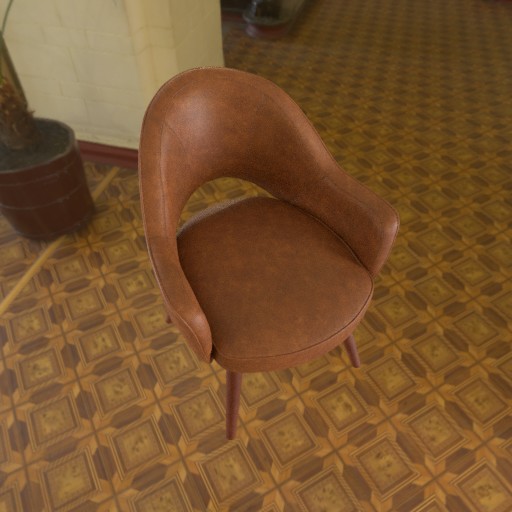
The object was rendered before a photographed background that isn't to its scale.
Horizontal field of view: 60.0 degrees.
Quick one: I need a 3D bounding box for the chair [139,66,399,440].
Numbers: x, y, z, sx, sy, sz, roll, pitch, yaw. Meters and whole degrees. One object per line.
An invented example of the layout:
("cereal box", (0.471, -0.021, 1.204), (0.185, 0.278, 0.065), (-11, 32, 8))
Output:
("chair", (0.000, 0.000, 1.198), (0.591, 0.777, 0.640), (-23, 51, -20))
